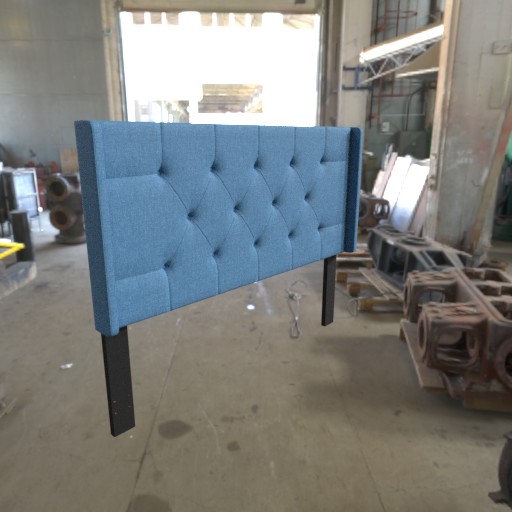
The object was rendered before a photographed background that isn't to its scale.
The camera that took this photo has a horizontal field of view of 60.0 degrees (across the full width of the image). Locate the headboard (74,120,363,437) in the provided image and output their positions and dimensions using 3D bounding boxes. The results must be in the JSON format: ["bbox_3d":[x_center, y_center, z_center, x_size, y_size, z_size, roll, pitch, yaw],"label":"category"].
[{"bbox_3d":[0.000,0.000,2.682,0.184,1.524,2.051,14,20,41],"label":"headboard"}]
